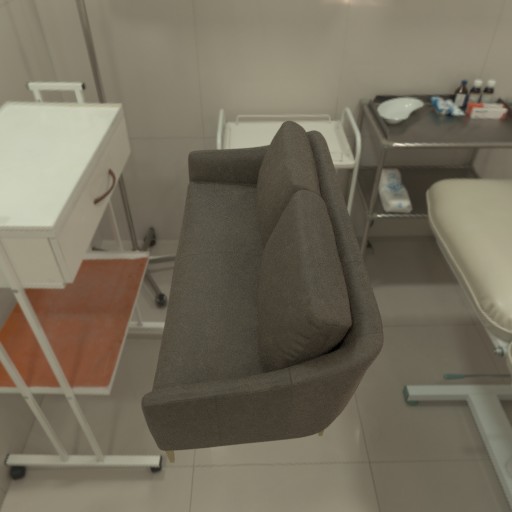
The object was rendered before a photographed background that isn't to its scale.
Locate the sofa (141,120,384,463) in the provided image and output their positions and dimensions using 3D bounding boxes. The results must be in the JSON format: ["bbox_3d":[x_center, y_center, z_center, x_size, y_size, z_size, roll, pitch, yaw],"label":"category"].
[{"bbox_3d":[0.000,0.000,2.541,0.960,0.902,2.036,-1,41,-1],"label":"sofa"}]
